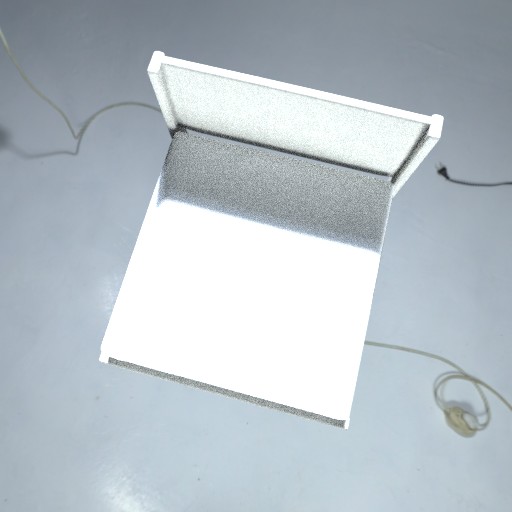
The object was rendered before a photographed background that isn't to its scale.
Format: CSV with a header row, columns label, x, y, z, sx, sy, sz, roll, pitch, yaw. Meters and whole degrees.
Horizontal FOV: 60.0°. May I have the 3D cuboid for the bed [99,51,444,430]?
label,x,y,z,sx,sy,sz,roll,pitch,yaw
bed,0.000,0.000,3.613,2.140,1.470,2.280,14,76,4
